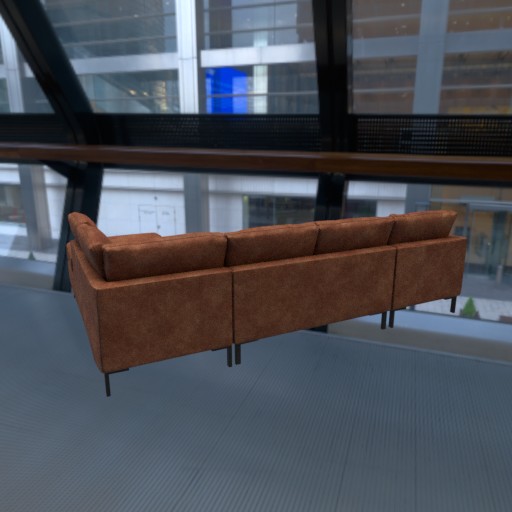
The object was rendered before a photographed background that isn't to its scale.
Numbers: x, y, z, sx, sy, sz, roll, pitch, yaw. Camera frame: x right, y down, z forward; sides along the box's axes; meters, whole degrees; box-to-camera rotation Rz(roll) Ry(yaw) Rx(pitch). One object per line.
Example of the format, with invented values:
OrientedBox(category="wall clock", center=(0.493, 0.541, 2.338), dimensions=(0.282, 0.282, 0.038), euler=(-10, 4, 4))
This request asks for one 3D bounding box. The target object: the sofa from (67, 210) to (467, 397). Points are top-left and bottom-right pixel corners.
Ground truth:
OrientedBox(category="sofa", center=(0.000, 0.000, 3.887), dimensions=(2.956, 0.900, 1.939), euler=(-7, 16, -26))
